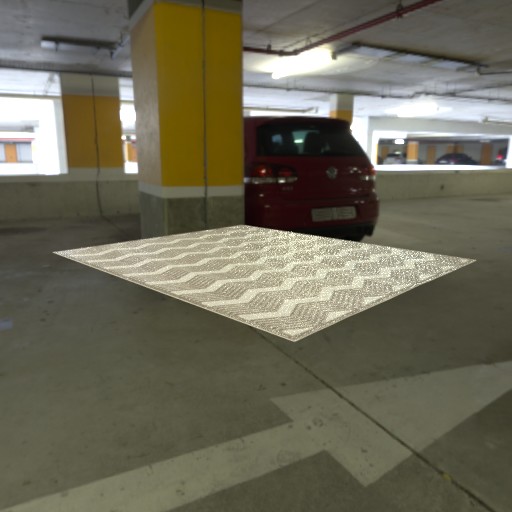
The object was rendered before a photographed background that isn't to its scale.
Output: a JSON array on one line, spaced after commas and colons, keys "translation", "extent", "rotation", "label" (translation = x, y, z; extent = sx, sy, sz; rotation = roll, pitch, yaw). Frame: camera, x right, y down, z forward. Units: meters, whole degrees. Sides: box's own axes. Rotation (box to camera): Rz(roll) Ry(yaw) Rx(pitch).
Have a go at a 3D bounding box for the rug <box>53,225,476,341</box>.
[{"translation": [0.000, 0.000, 3.899], "extent": [2.880, 0.005, 2.391], "rotation": [12, 17, 43], "label": "rug"}]
